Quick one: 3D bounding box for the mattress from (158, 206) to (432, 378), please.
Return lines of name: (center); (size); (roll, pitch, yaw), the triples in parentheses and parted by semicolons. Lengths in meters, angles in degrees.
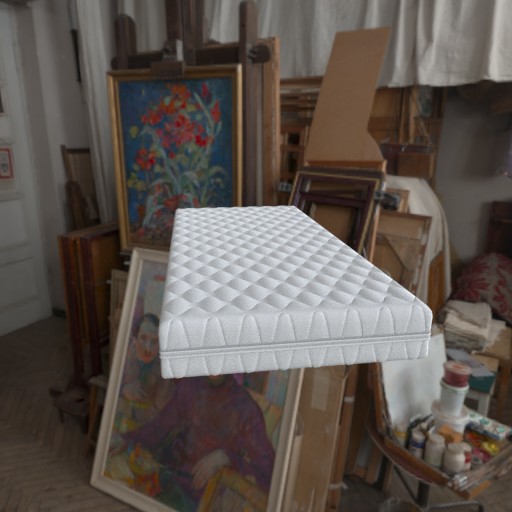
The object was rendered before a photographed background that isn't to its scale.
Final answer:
mattress: (0.000, 0.000, 2.368); (0.900, 0.200, 2.000); (-2, 16, -8)
